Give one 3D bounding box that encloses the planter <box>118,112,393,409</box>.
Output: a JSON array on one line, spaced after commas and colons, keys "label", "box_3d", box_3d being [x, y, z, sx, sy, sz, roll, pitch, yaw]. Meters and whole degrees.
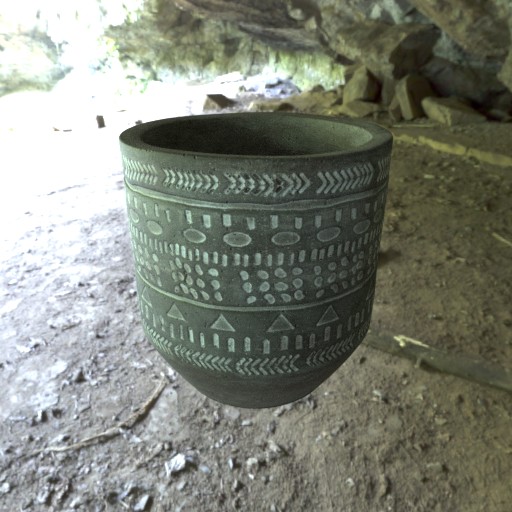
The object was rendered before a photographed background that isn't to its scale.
[{"label": "planter", "box_3d": [0.000, 0.000, 0.266, 0.142, 0.149, 0.142, 0, 25, 0]}]
